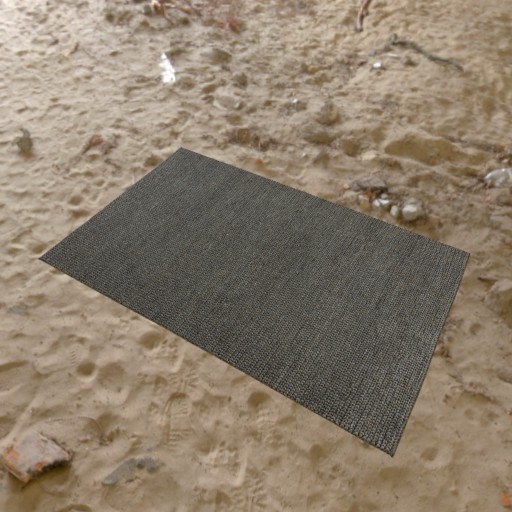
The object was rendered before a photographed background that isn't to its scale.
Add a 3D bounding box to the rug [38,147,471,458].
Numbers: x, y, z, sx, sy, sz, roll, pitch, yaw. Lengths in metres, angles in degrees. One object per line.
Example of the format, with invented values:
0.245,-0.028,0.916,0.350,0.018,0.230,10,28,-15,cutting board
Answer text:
0.000,0.000,2.943,2.443,0.021,1.538,24,51,21,rug
